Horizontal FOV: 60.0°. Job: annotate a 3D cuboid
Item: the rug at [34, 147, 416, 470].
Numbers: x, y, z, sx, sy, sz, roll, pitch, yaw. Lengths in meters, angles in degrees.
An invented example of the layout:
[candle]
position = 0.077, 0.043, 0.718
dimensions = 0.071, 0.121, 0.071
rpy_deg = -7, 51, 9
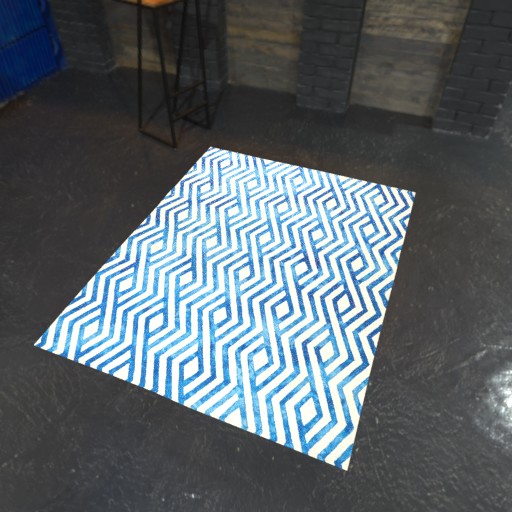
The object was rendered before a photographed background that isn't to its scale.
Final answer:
[rug]
position = 0.000, 0.000, 4.072
dimensions = 2.453, 0.008, 3.059
rpy_deg = 16, 47, 15
